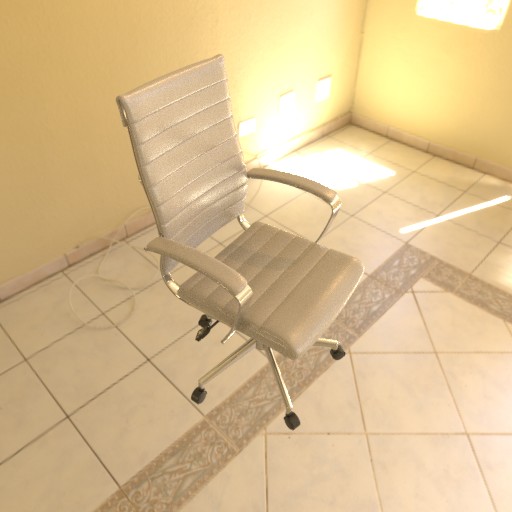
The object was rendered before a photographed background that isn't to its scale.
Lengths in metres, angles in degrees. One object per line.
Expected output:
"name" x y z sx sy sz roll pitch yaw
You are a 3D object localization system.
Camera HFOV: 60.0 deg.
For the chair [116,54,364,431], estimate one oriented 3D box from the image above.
"chair" 0.000 0.000 1.566 0.667 1.149 0.679 25 47 26
